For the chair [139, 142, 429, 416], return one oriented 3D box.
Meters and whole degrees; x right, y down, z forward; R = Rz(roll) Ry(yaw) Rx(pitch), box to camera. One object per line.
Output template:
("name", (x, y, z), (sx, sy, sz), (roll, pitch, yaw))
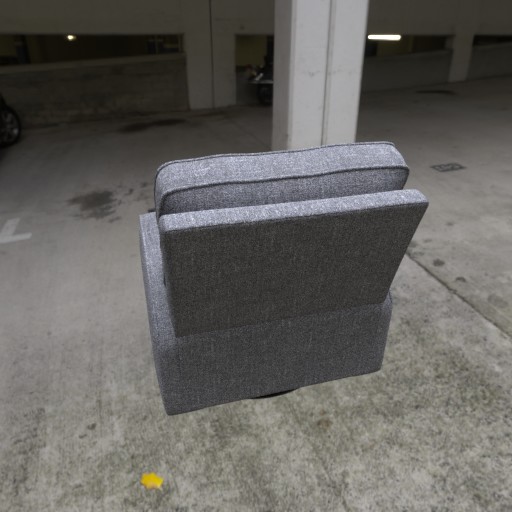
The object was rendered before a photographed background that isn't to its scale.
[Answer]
("chair", (0.000, 0.000, 1.716), (0.861, 0.962, 0.964), (-7, 28, -14))
